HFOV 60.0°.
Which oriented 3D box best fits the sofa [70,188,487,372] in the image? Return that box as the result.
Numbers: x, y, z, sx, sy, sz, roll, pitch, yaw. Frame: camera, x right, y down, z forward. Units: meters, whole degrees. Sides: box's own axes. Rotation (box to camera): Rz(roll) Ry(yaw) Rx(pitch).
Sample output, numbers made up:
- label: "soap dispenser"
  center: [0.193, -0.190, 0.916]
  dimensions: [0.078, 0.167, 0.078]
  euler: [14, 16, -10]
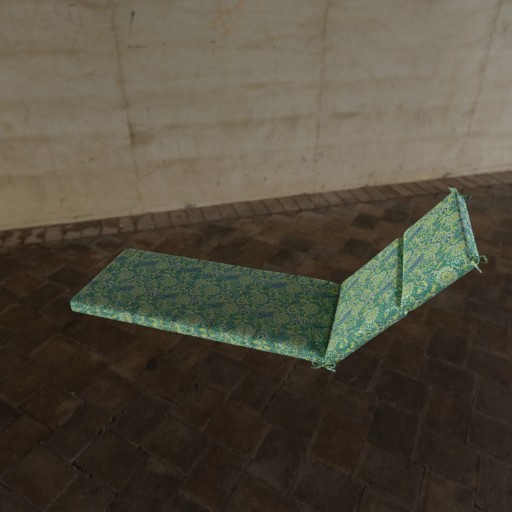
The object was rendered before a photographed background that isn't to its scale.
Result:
- label: "sofa"
  center: [0.000, 0.000, 1.930]
  dimensions: [1.663, 0.622, 0.582]
  euler: [9, 33, 14]
